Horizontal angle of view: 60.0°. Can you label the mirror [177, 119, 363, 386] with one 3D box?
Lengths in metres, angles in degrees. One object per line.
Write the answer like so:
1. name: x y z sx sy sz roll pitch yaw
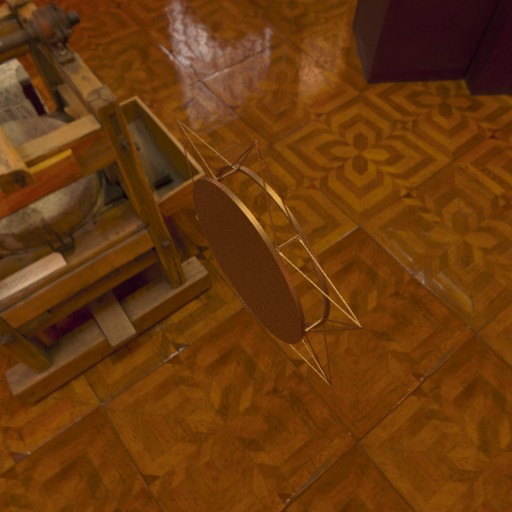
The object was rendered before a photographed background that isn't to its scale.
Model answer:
1. mirror: 0.000 0.000 0.828 0.062 0.581 0.498 -31 64 -17
